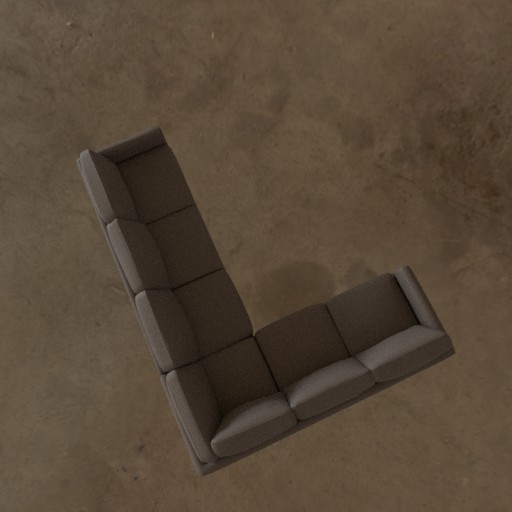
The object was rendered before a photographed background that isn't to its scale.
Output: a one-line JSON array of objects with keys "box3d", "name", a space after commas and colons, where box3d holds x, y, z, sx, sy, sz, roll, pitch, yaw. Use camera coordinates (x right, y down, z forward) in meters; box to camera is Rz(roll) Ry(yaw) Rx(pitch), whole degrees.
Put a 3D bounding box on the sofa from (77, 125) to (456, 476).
[{"box3d": [0.000, 0.000, 4.487, 2.593, 0.947, 3.302, -24, 78, -5], "name": "sofa"}]
